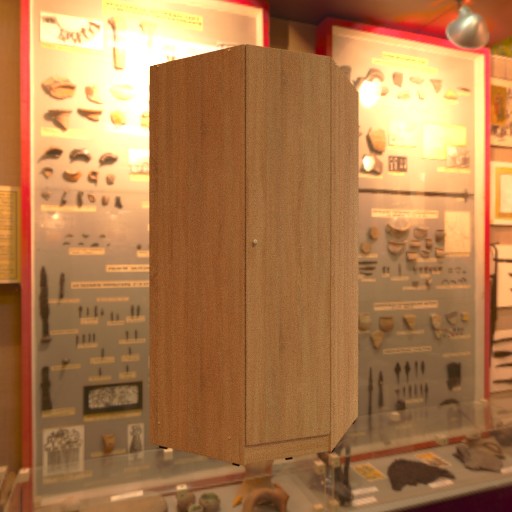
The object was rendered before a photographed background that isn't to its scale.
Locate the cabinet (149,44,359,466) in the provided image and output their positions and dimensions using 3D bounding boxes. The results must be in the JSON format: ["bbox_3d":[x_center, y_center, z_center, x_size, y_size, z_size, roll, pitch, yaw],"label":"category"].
[{"bbox_3d":[0.000,0.000,2.788,1.327,2.120,1.094,0,1,-18],"label":"cabinet"}]
